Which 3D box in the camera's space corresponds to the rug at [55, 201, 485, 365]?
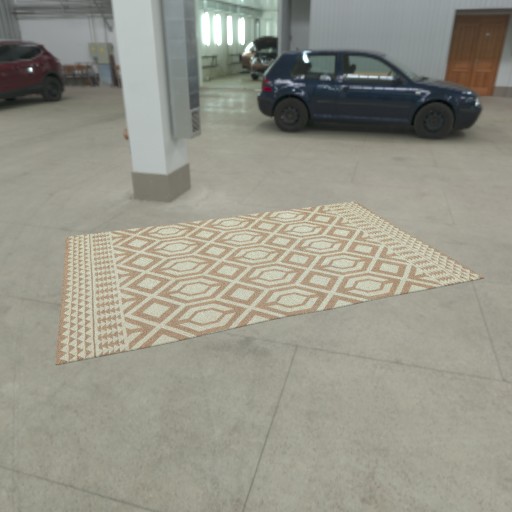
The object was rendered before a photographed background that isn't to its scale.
[{"bbox_3d":[0.000,0.000,2.986,2.435,0.011,1.526,-9,27,-17],"label":"rug"}]
